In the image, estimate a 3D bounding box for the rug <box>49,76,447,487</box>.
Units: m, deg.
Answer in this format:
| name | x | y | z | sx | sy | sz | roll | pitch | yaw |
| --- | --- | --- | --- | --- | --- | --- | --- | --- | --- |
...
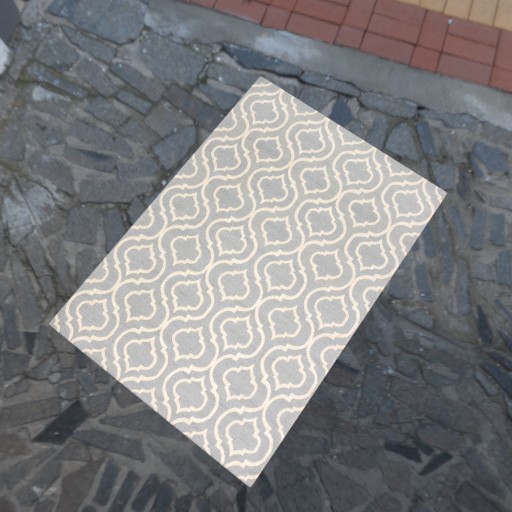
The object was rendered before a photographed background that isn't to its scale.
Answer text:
| name | x | y | z | sx | sy | sz | roll | pitch | yaw |
| --- | --- | --- | --- | --- | --- | --- | --- | --- | --- |
| rug | 0.000 | 0.000 | 2.671 | 1.451 | 0.010 | 2.080 | 35 | 77 | 9 |
